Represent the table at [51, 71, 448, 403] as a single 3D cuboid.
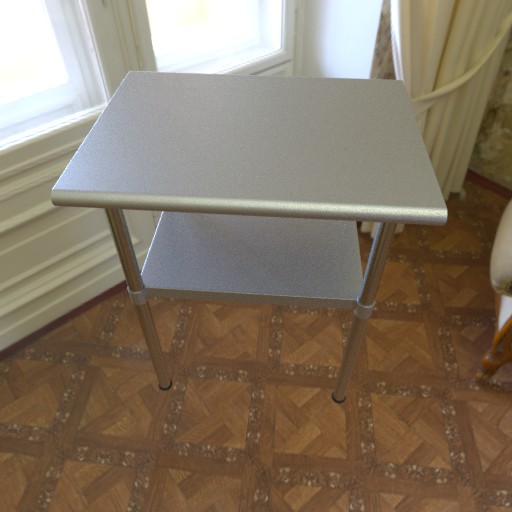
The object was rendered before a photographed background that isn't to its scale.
[{"bbox_3d":[0.000,0.000,1.355,0.762,0.876,0.584,3,46,3],"label":"table"}]
